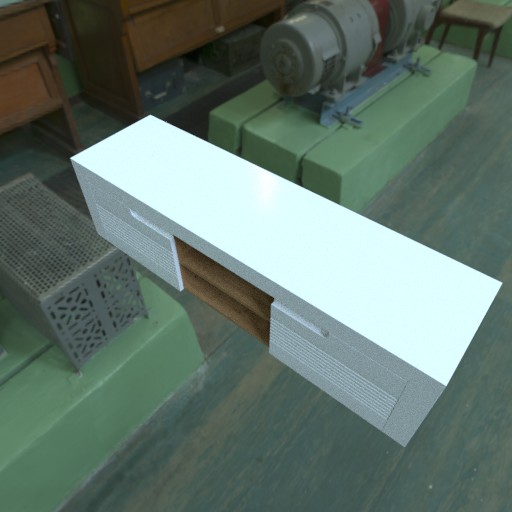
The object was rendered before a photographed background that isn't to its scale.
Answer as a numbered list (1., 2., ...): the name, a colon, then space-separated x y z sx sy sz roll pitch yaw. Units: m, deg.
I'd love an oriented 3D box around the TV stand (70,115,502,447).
1. TV stand: 0.000 0.000 1.654 1.500 0.440 0.410 30 54 25
